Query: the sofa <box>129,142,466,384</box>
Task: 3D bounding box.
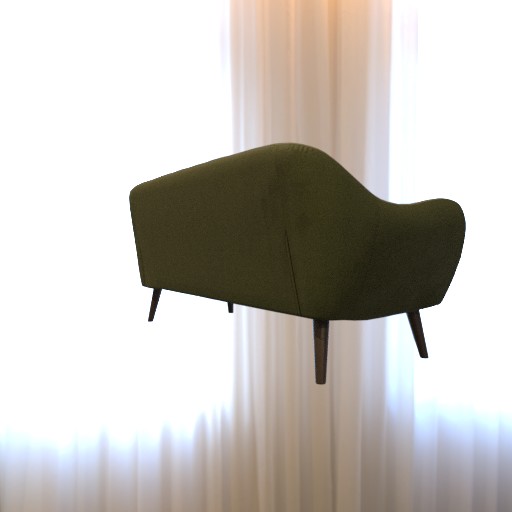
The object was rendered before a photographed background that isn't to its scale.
[{"bbox_3d":[0.000,0.000,2.282,0.820,0.836,1.840,-1,2,-36],"label":"sofa"}]
